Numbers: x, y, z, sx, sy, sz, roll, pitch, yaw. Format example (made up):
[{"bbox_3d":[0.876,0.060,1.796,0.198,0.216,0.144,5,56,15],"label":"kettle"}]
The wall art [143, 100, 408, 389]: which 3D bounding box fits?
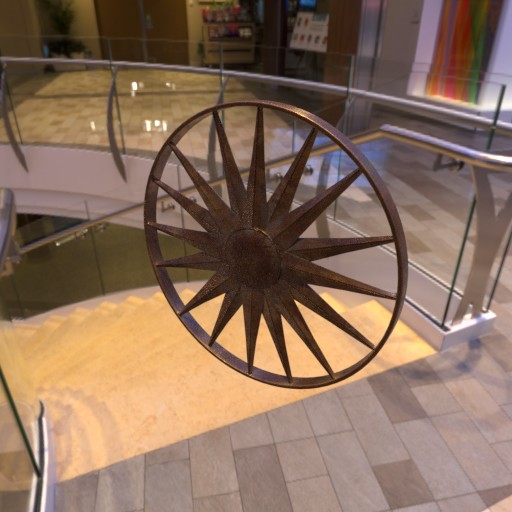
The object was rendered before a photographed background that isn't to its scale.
[{"bbox_3d":[0.000,0.000,0.877,0.582,0.583,0.084,17,34,28],"label":"wall art"}]
